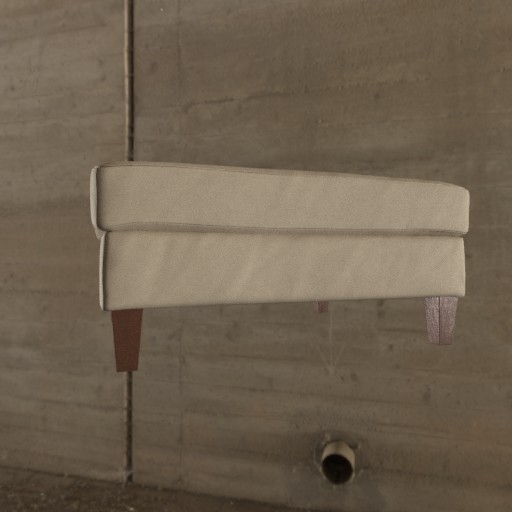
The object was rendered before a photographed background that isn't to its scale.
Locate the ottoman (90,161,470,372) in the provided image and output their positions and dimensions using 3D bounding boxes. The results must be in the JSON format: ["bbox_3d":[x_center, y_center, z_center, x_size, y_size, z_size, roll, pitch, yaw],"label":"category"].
[{"bbox_3d":[0.000,0.000,1.453,1.002,0.492,0.836,0,0,-19],"label":"ottoman"}]
